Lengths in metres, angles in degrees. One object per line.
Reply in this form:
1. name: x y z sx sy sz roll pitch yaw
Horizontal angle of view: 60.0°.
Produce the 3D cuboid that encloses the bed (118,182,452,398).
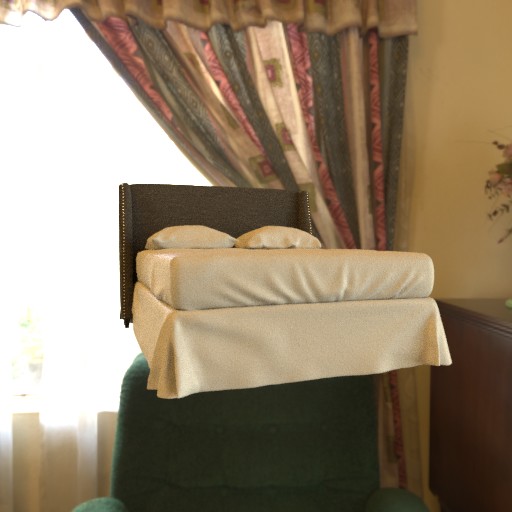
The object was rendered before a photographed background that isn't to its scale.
1. bed: 0.000 0.000 3.417 1.925 1.332 2.276 -1 2 -20
